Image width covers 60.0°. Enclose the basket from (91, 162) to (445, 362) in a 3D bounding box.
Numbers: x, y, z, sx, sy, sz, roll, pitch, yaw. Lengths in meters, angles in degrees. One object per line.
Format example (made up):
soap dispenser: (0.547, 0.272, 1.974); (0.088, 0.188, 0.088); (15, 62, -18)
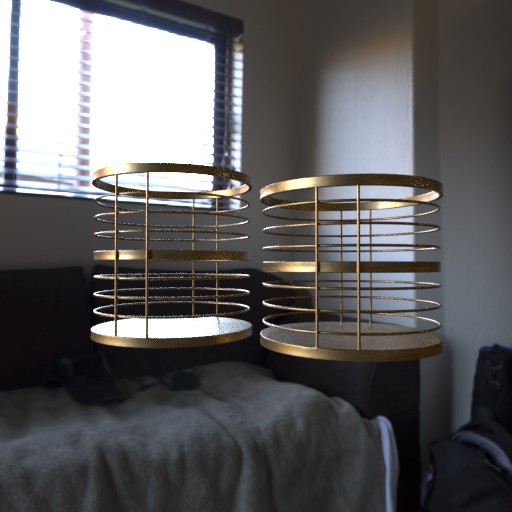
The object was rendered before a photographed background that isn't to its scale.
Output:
basket: (0.000, 0.000, 0.952); (0.746, 0.351, 0.356); (0, -1, 18)
